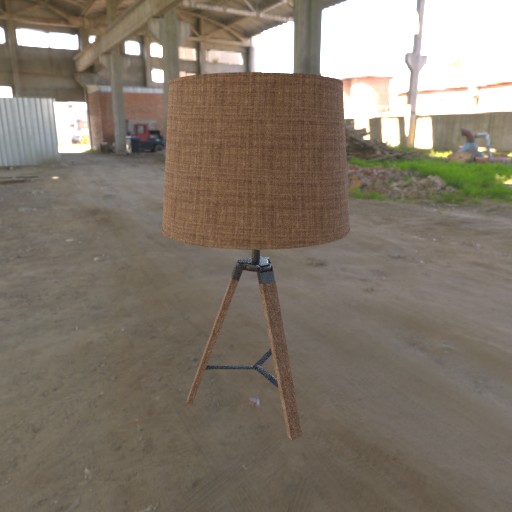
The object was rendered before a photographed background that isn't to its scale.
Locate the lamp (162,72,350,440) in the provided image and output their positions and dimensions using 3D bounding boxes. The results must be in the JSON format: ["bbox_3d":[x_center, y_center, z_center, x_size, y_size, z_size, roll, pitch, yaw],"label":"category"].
[{"bbox_3d":[0.000,0.000,0.707,0.290,0.514,0.290,0,15,0],"label":"lamp"}]
